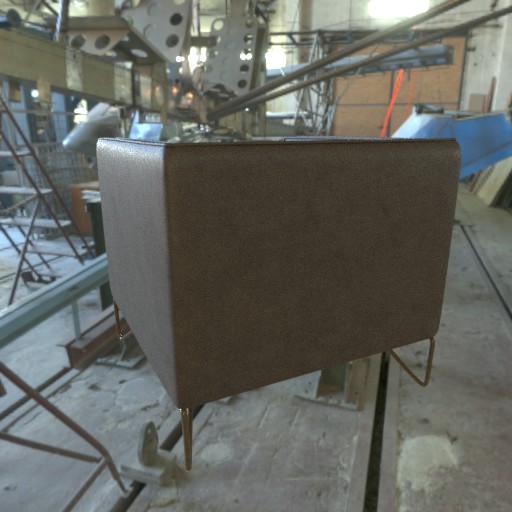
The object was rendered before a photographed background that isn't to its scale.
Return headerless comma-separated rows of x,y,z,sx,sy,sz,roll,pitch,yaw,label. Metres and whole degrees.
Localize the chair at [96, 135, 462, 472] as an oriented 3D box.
0.000,0.000,1.519,0.880,0.790,0.894,-8,18,-26,chair
